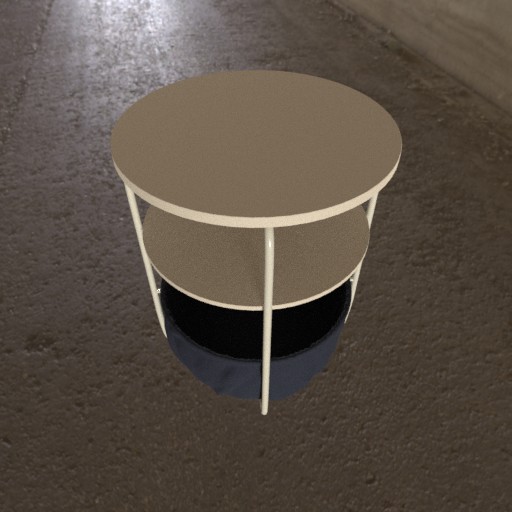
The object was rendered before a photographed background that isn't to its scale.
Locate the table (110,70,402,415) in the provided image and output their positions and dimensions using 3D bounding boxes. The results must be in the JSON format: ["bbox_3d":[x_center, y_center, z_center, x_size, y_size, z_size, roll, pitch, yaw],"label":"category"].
[{"bbox_3d":[0.000,0.000,0.838,0.418,0.532,0.418,31,52,27],"label":"table"}]
